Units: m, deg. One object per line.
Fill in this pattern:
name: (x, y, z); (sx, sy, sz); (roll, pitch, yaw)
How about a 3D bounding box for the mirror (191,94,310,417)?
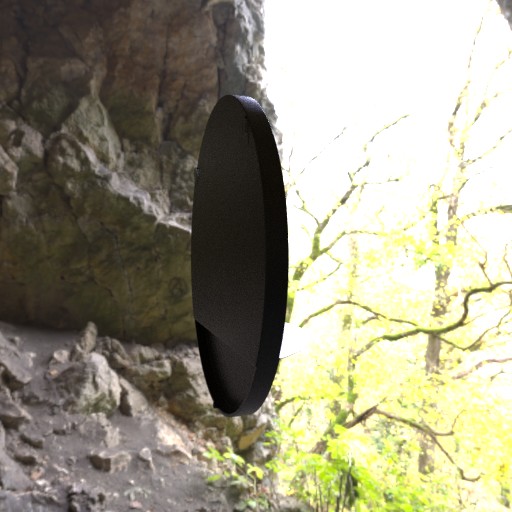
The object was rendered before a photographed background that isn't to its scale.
mirror: (0.000, 0.000, 0.683); (0.133, 0.457, 0.457); (0, 0, -18)
